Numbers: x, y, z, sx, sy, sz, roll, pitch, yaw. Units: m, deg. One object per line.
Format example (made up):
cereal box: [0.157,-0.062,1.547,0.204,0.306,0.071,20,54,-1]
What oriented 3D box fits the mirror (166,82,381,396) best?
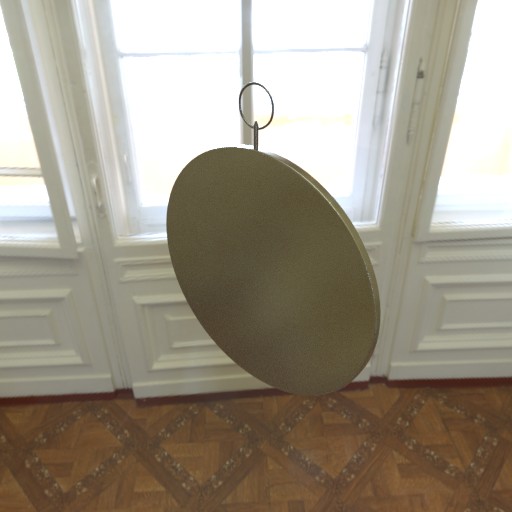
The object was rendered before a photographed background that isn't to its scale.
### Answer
mirror: [0.000,0.000,0.963,0.594,0.713,0.020,24,38,34]
